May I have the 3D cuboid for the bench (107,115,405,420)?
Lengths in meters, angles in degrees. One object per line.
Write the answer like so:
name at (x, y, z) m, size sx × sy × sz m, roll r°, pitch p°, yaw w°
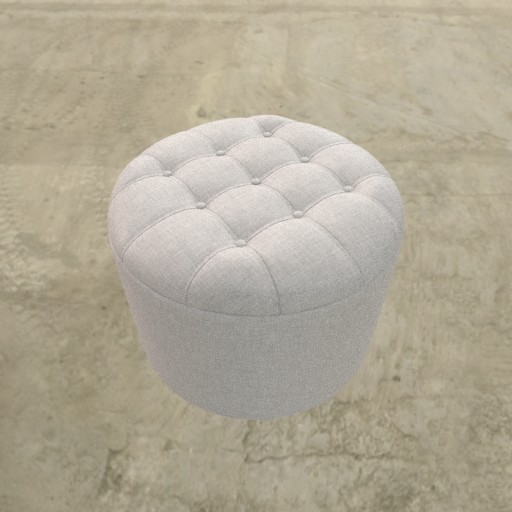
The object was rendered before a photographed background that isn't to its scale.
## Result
bench at (0.000, 0.000, 1.023) m, size 0.600 × 0.453 × 0.600 m, roll 0°, pitch 45°, yaw 0°
